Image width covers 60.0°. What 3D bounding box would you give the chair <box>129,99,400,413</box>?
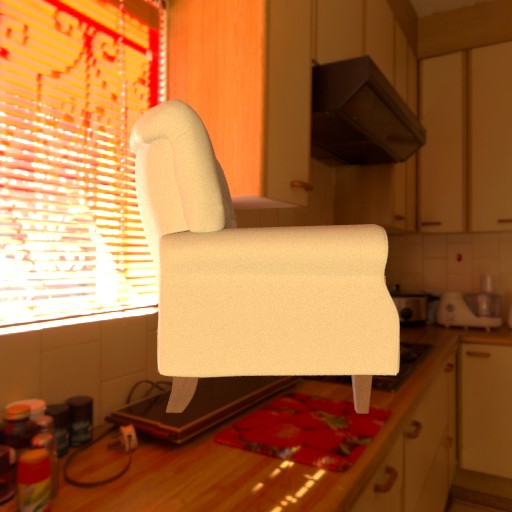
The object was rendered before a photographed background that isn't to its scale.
[{"bbox_3d":[0.000,0.000,2.111,1.128,1.217,1.090,0,0,1],"label":"chair"}]
